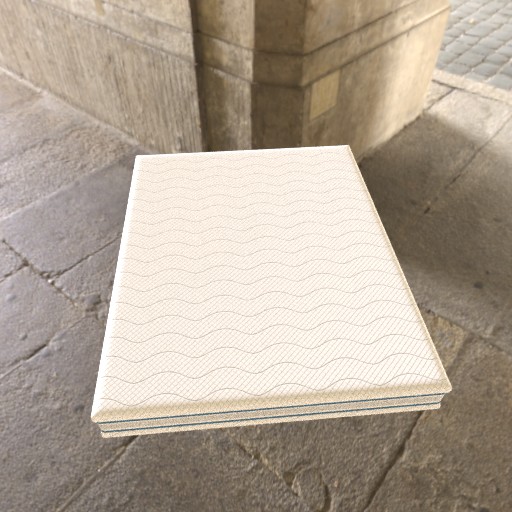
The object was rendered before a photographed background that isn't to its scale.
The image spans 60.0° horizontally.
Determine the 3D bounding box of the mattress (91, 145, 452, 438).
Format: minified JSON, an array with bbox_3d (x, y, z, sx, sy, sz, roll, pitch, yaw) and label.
[{"bbox_3d":[0.000,0.000,2.704,1.600,0.230,2.000,-4,46,-4],"label":"mattress"}]
